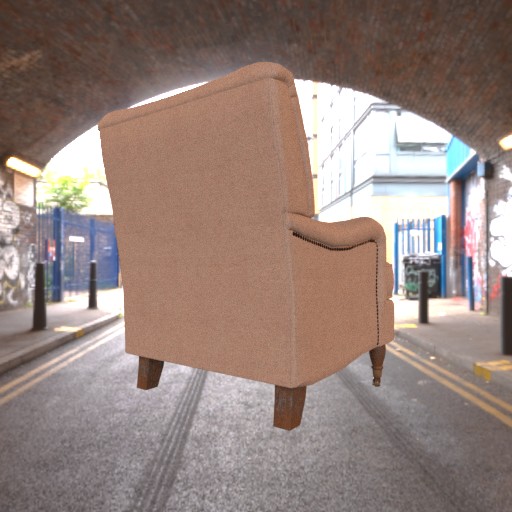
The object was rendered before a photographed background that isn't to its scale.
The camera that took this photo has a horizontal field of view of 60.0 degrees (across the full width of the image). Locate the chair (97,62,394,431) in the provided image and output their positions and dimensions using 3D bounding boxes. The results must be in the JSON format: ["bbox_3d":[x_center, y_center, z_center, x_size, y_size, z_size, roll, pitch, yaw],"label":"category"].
[{"bbox_3d":[0.000,0.000,1.831,0.879,1.119,0.953,0,0,38],"label":"chair"}]
